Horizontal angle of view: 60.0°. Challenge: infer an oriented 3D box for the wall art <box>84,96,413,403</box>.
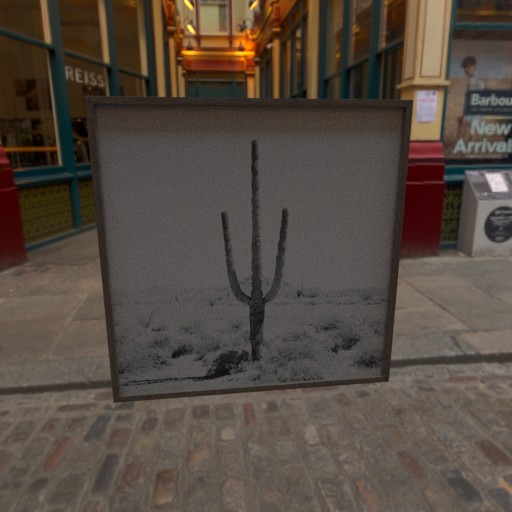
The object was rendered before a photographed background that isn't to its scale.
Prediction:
[{"bbox_3d":[0.000,0.000,1.136,0.762,0.762,0.038,-2,15,-8],"label":"wall art"}]
